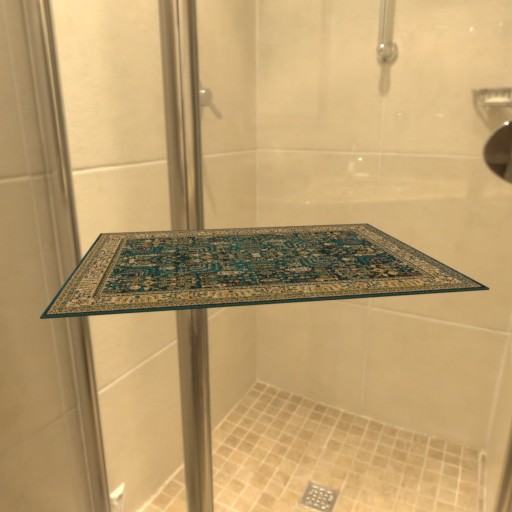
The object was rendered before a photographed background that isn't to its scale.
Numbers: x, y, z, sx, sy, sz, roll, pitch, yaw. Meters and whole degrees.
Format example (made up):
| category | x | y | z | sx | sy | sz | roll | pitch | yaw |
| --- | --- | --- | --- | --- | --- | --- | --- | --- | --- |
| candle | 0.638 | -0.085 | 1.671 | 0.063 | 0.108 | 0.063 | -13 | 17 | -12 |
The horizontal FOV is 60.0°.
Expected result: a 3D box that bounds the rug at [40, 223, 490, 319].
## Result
| category | x | y | z | sx | sy | sz | roll | pitch | yaw |
| --- | --- | --- | --- | --- | --- | --- | --- | --- | --- |
| rug | 0.000 | 0.000 | 2.899 | 2.213 | 0.013 | 1.594 | -3 | 17 | -9 |
